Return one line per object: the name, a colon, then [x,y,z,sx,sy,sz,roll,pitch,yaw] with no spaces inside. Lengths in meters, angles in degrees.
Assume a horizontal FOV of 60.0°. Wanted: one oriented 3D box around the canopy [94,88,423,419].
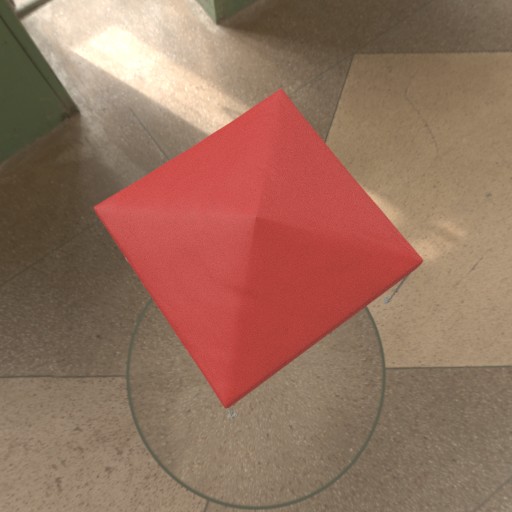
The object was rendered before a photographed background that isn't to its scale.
canopy: [0.000,0.000,6.644,3.599,3.600,3.600,-35,79,-8]
